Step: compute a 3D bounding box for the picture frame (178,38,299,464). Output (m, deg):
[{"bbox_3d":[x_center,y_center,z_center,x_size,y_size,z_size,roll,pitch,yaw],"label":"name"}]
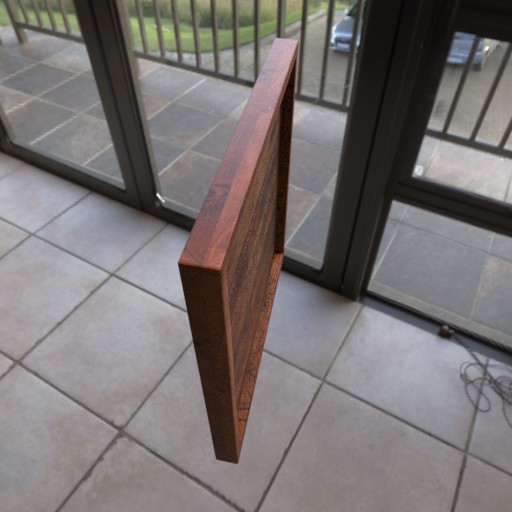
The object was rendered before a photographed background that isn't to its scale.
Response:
[{"bbox_3d":[0.000,0.000,0.518,0.028,0.356,0.352,8,48,8],"label":"picture frame"}]
